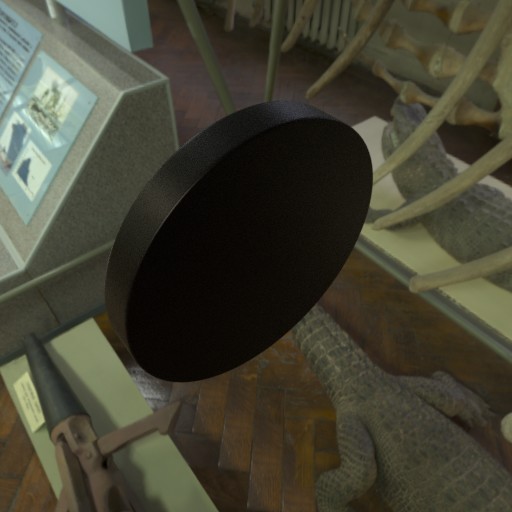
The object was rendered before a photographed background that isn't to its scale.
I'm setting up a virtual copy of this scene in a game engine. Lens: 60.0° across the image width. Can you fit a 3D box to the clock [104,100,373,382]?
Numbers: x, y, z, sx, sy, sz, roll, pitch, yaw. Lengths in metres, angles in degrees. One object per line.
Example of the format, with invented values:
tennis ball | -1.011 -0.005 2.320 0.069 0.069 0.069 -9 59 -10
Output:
clock | 0.000 0.000 0.463 0.314 0.314 0.040 -30 53 -26
